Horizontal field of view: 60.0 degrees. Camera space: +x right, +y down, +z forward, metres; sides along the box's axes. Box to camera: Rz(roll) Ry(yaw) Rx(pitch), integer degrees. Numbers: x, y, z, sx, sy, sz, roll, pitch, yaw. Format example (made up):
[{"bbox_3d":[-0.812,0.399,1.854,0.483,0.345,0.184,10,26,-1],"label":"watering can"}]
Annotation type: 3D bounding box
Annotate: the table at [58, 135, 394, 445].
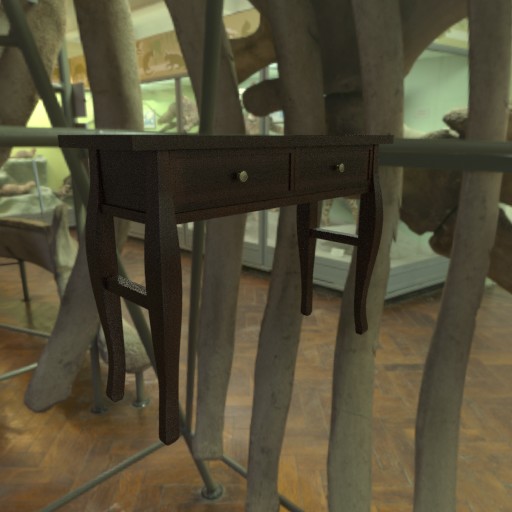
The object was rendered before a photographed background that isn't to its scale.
[{"bbox_3d":[0.000,0.000,1.459,0.373,0.768,1.062,14,21,43],"label":"table"}]
